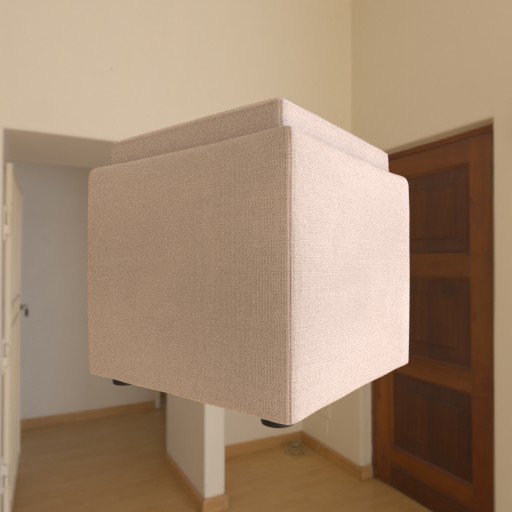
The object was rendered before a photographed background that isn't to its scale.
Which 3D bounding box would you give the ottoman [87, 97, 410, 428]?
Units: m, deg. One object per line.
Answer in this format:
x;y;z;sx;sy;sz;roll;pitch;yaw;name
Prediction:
0.000;0.000;0.842;0.450;0.460;0.451;-1;-1;37;ottoman
